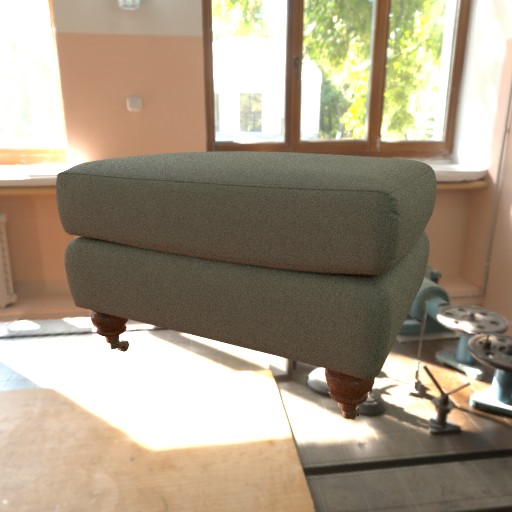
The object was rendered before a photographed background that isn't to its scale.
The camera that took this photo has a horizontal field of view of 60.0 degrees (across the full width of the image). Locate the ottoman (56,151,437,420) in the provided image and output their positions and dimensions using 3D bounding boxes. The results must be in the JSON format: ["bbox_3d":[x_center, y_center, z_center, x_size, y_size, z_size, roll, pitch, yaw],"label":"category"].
[{"bbox_3d":[0.000,0.000,1.109,0.773,0.504,0.569,8,18,26],"label":"ottoman"}]
